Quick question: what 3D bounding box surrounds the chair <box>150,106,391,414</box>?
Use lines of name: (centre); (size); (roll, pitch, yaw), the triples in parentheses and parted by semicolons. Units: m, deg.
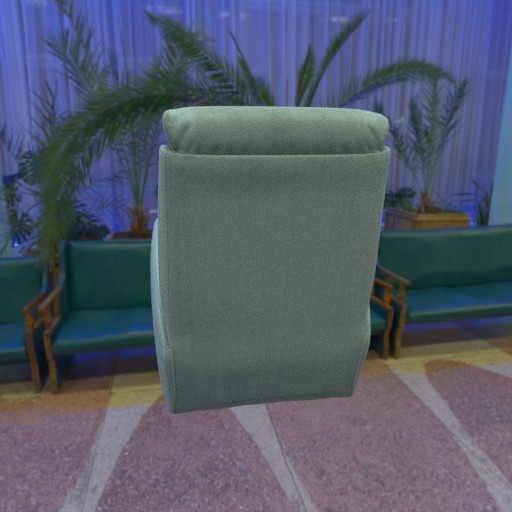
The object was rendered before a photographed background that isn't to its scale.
chair: (0.000, 0.000, 1.668); (0.812, 1.013, 0.940); (-2, 15, -9)
